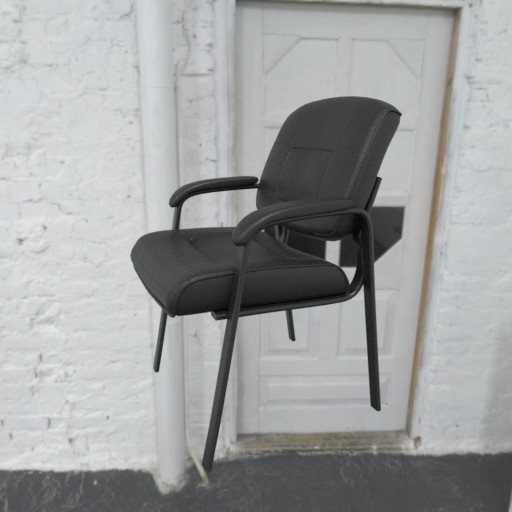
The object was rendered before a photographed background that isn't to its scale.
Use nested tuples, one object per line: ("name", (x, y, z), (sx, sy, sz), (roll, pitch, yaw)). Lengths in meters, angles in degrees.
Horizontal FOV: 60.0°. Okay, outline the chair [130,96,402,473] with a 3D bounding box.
("chair", (0.000, 0.000, 1.322), (0.668, 0.910, 0.591), (-8, 18, -25))
